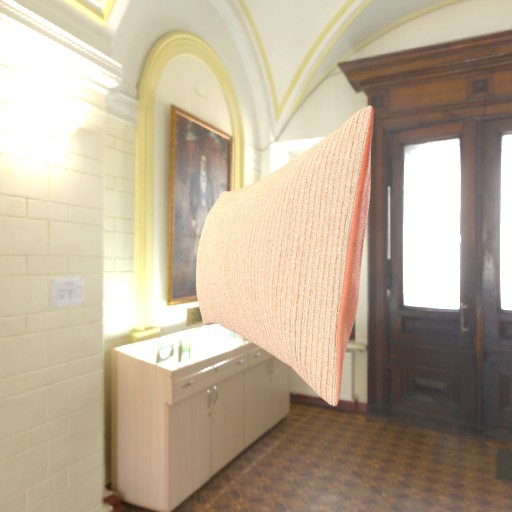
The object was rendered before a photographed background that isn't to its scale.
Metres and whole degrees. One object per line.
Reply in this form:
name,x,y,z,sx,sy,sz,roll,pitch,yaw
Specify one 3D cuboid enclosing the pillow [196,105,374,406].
pillow,0.000,0.000,0.734,0.155,0.307,0.608,0,-1,-19
